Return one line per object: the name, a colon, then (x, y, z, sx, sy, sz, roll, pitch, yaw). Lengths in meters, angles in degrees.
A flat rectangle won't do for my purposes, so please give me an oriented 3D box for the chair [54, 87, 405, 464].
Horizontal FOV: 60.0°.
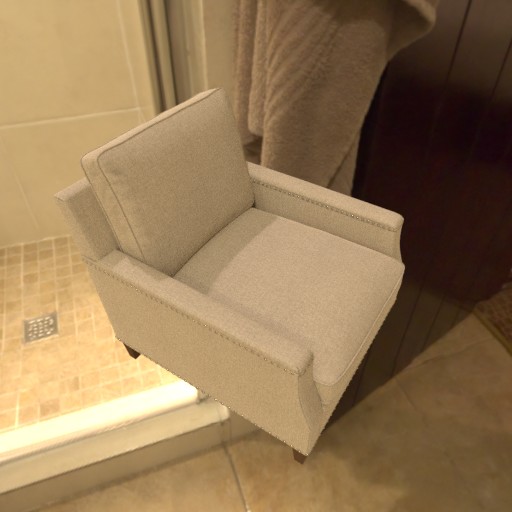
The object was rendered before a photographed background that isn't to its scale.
chair: (0.000, 0.000, 1.692, 1.014, 0.943, 0.853, 24, 47, 24)
